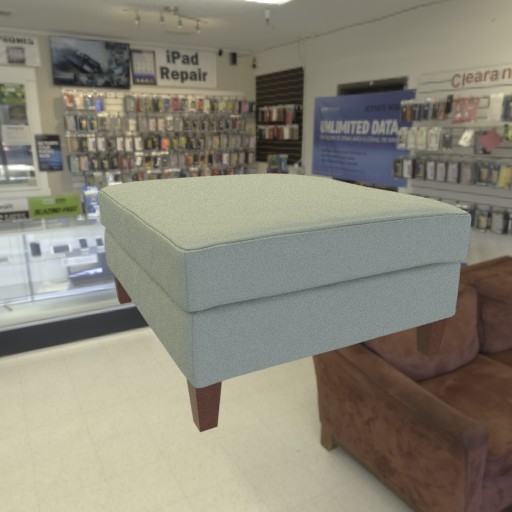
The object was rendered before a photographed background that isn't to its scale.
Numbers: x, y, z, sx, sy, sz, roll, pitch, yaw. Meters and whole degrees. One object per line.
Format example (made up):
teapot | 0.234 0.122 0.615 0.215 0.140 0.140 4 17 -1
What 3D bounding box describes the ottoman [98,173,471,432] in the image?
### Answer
ottoman | 0.000 0.000 1.478 0.842 0.494 0.991 -8 18 -27
